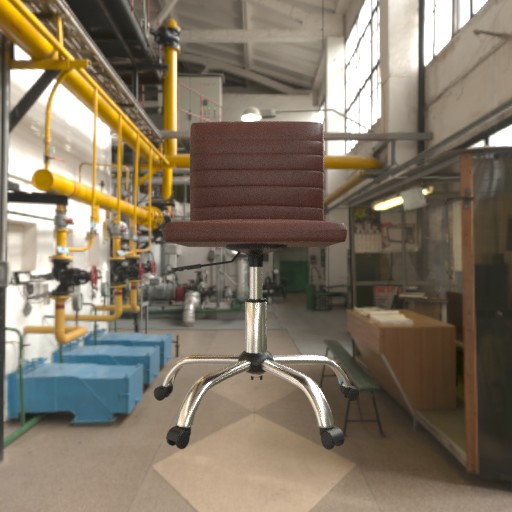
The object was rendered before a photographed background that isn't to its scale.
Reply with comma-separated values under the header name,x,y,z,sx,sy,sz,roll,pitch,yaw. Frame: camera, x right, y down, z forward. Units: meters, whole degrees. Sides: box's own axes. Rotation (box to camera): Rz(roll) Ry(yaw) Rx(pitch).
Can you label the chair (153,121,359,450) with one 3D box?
name,x,y,z,sx,sy,sz,roll,pitch,yaw
chair,0.000,0.000,1.145,0.556,0.780,0.530,0,0,1
